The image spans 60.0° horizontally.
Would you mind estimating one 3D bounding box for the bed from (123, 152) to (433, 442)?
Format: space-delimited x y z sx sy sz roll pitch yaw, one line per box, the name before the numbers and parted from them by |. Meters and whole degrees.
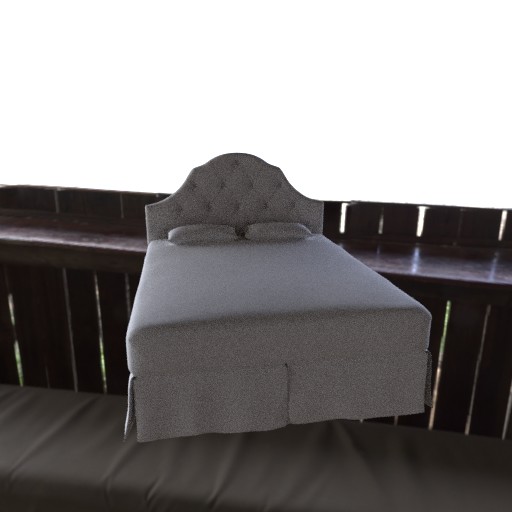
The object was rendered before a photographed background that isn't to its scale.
bed | 0.000 0.000 3.764 2.039 1.617 2.477 -3 16 -9
